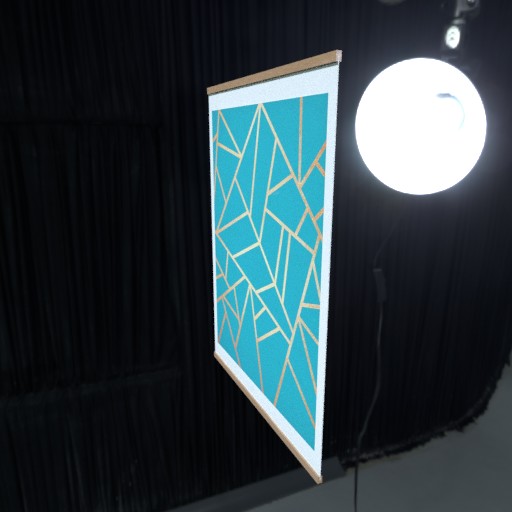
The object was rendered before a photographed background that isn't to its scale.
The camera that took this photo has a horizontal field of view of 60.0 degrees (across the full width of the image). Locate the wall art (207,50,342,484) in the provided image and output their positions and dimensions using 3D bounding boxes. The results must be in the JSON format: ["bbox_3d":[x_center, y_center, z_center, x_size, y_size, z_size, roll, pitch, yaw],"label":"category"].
[{"bbox_3d":[0.000,0.000,1.330,0.013,1.016,0.758,-7,16,-25],"label":"wall art"}]
